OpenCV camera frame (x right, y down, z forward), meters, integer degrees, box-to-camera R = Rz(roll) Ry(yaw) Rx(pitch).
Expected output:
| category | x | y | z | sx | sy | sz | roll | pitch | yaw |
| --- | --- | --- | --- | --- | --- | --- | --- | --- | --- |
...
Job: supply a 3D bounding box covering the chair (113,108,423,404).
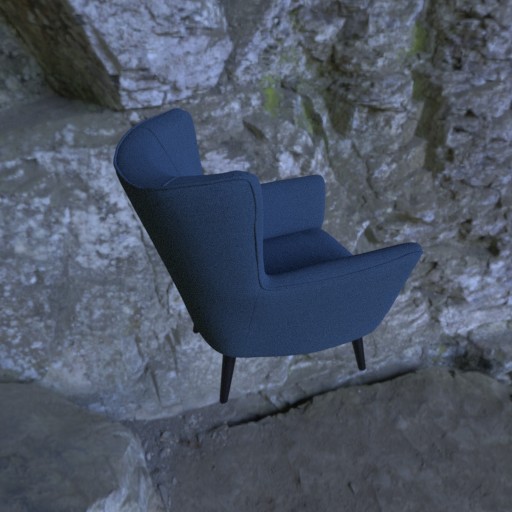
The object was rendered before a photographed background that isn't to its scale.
| category | x | y | z | sx | sy | sz | roll | pitch | yaw |
| --- | --- | --- | --- | --- | --- | --- | --- | --- | --- |
| chair | 0.000 | 0.000 | 1.631 | 0.888 | 0.933 | 0.781 | -11 | 32 | -17 |
